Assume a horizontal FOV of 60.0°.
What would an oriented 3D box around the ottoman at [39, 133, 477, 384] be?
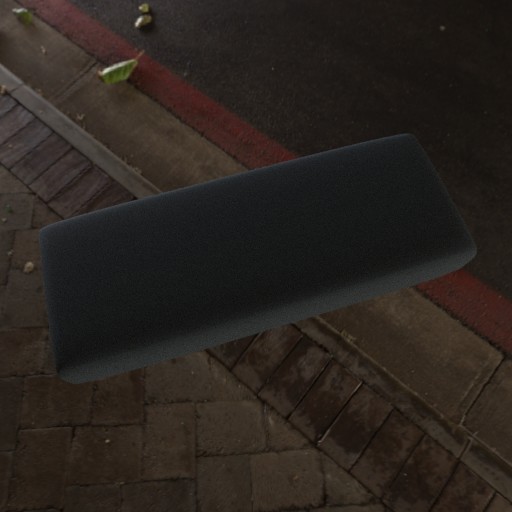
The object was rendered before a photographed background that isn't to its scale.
[{"bbox_3d":[0.000,0.000,1.862,1.609,0.393,0.646,-16,67,-7],"label":"ottoman"}]
